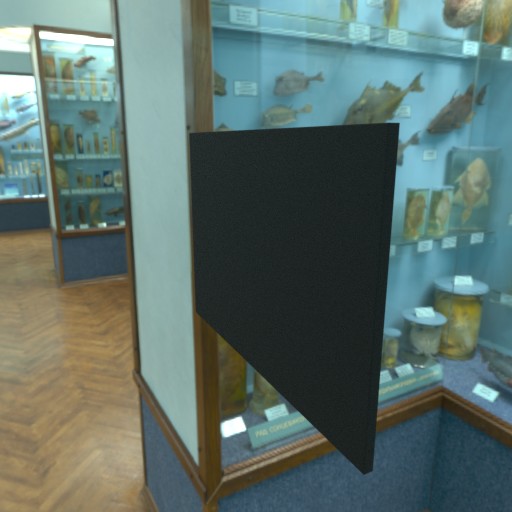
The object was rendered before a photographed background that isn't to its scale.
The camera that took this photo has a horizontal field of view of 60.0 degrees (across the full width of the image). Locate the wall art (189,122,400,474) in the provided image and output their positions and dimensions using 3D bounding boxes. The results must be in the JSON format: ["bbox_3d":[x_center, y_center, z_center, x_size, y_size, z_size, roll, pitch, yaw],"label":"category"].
[{"bbox_3d":[0.000,0.000,1.197,0.026,0.656,0.958,-7,16,-26],"label":"wall art"}]
